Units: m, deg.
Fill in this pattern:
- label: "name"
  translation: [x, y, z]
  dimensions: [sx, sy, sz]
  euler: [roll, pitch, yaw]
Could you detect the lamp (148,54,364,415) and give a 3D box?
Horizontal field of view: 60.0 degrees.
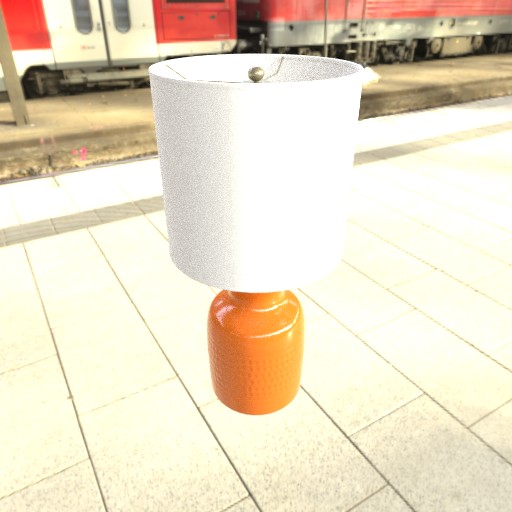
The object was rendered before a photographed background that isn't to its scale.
- label: "lamp"
  translation: [0.000, 0.000, 1.097]
  dimensions: [0.418, 0.871, 0.418]
  euler: [-18, 35, -28]
